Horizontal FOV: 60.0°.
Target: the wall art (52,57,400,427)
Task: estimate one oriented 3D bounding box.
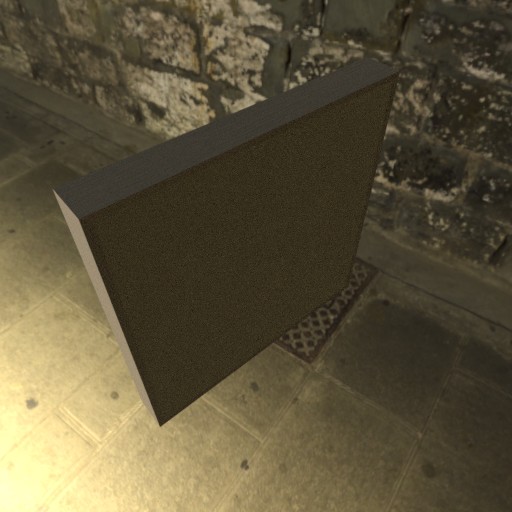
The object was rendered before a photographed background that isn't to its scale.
[{"bbox_3d":[0.000,0.000,0.448,0.304,0.303,0.038,-32,54,-26],"label":"wall art"}]
